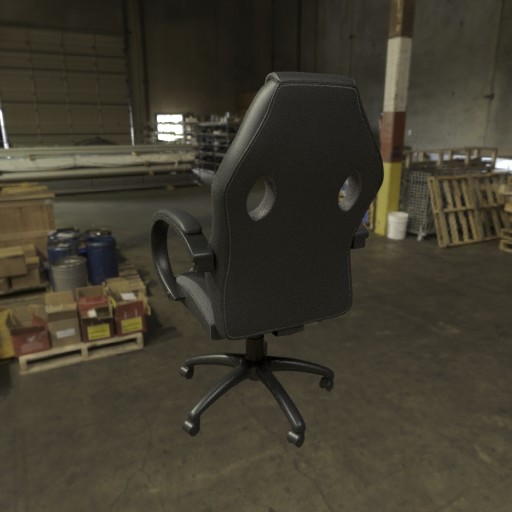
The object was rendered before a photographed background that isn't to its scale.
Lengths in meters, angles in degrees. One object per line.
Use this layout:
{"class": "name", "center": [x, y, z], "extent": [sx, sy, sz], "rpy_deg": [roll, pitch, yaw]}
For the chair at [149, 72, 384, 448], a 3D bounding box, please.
{"class": "chair", "center": [0.000, 0.000, 1.628], "extent": [0.673, 1.187, 0.724], "rpy_deg": [-8, 18, -27]}
